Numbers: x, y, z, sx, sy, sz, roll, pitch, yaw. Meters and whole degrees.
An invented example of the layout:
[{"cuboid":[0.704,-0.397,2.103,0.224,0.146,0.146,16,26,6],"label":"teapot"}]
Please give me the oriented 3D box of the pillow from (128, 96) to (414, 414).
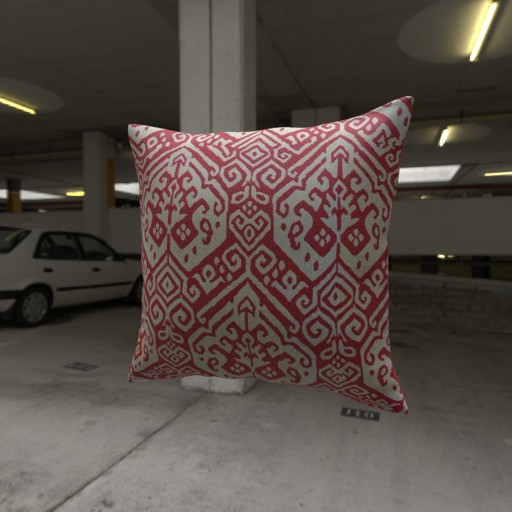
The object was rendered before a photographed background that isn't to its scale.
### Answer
[{"cuboid":[0.000,0.000,0.784,0.522,0.507,0.192,0,1,17],"label":"pillow"}]
